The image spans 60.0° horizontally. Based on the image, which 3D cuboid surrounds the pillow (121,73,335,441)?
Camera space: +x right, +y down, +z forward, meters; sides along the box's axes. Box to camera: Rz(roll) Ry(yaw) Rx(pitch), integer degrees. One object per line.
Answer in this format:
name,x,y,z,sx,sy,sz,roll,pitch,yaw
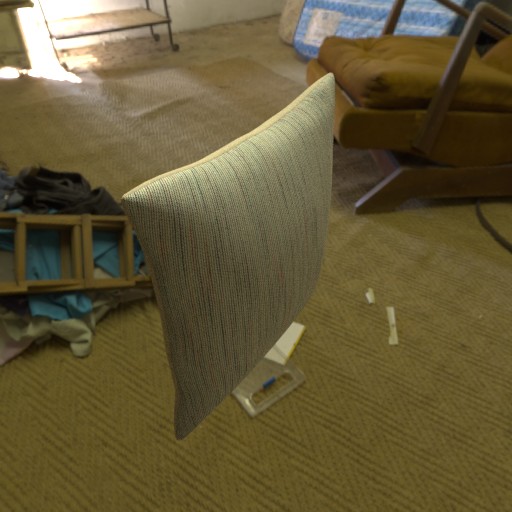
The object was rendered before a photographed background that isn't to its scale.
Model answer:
pillow,0.000,0.000,0.791,0.178,0.506,0.512,23,45,25
